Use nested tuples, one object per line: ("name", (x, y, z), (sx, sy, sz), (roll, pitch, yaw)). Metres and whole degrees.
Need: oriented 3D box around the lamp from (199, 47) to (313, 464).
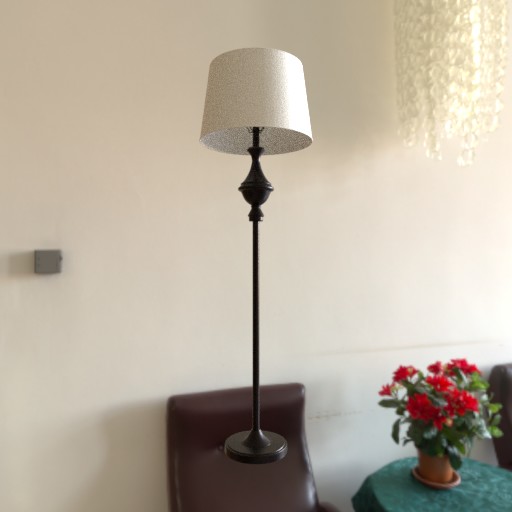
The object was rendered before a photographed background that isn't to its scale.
("lamp", (0.000, 0.000, 1.696), (0.431, 1.484, 0.431), (0, 0, 0))
